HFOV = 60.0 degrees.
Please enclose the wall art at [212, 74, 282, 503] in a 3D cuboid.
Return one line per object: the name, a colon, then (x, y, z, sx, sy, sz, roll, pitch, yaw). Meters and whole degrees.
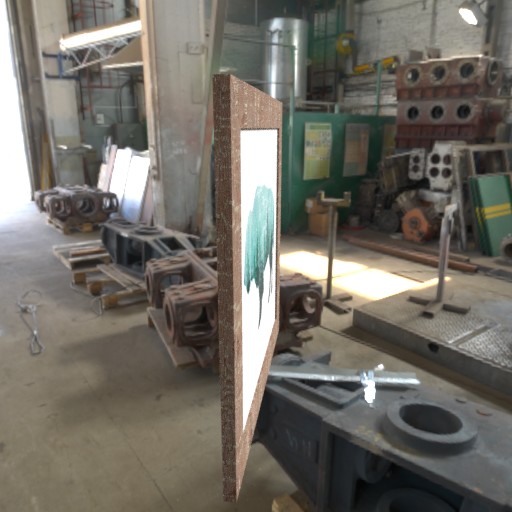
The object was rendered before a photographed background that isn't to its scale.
wall art: (0.000, 0.000, 0.552, 0.022, 0.380, 0.380, 2, 16, 9)
